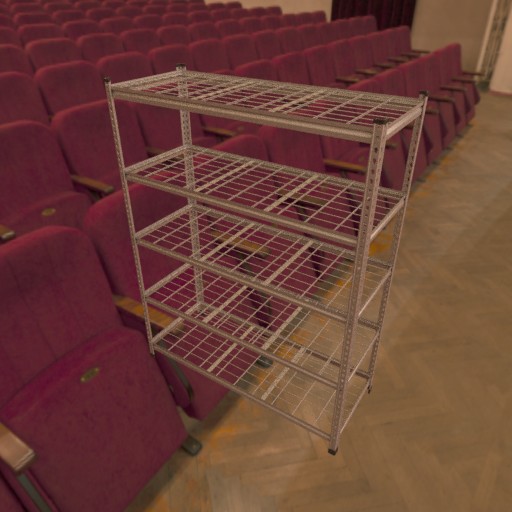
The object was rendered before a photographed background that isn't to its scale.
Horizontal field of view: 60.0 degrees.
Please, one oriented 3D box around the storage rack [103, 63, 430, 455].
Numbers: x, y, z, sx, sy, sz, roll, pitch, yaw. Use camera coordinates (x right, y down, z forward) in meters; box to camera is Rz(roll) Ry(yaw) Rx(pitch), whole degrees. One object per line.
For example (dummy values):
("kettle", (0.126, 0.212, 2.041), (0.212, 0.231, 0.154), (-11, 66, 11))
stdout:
("storage rack", (0.000, 0.000, 2.698), (1.524, 1.981, 0.610), (19, 36, 28))
